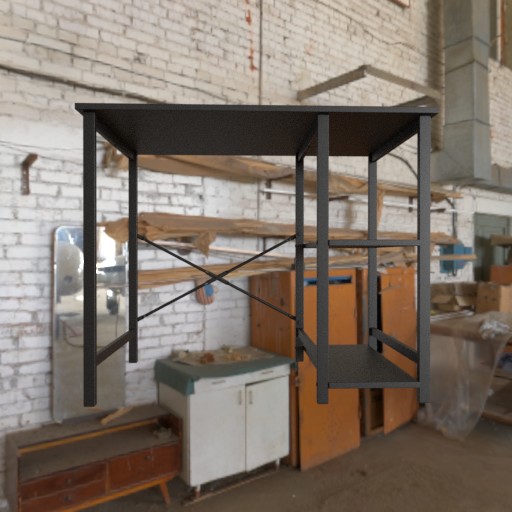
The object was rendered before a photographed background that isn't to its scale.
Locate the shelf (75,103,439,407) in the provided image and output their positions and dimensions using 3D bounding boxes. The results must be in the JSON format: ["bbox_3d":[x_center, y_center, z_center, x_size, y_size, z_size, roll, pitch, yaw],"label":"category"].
[{"bbox_3d":[0.000,0.000,1.345,0.902,0.749,0.498,0,0,-2],"label":"shelf"}]
